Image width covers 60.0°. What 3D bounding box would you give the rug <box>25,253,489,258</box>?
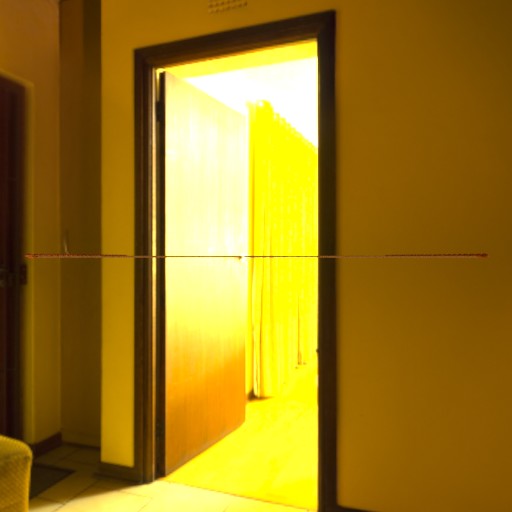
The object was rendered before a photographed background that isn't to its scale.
[{"bbox_3d":[0.000,0.000,4.413,3.369,0.035,2.451,0,0,0],"label":"rug"}]
